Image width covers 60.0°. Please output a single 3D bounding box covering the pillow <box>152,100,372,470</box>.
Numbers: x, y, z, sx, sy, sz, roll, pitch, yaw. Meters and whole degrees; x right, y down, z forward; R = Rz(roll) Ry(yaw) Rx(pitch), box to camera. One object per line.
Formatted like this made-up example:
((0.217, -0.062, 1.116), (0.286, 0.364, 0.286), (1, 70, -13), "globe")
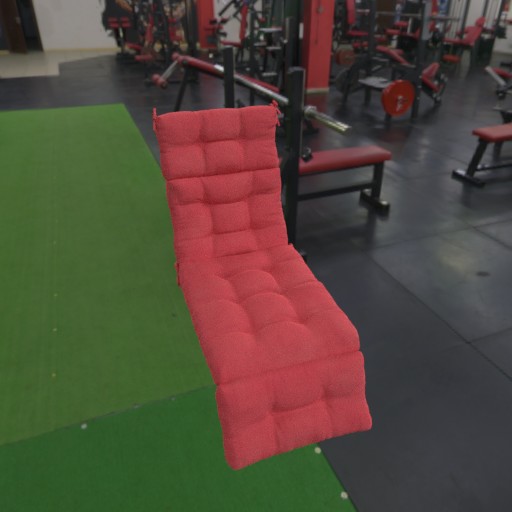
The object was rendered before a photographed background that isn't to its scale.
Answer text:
((0.000, 0.000, 1.564), (0.526, 0.863, 1.016), (-10, 33, -16), "pillow")
